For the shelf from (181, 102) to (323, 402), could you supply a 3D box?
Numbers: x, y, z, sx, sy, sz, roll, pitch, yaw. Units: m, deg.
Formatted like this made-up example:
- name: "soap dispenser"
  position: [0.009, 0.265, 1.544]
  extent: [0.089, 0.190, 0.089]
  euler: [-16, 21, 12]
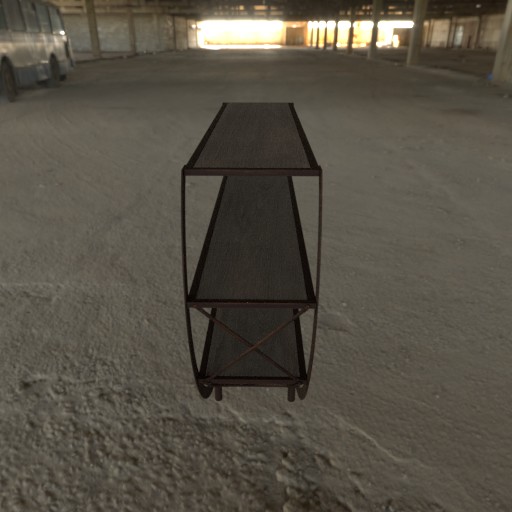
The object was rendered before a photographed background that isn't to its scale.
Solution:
- name: "shelf"
  position: [0.000, 0.000, 1.844]
  extent: [0.344, 1.063, 1.403]
  euler: [0, 26, 1]
